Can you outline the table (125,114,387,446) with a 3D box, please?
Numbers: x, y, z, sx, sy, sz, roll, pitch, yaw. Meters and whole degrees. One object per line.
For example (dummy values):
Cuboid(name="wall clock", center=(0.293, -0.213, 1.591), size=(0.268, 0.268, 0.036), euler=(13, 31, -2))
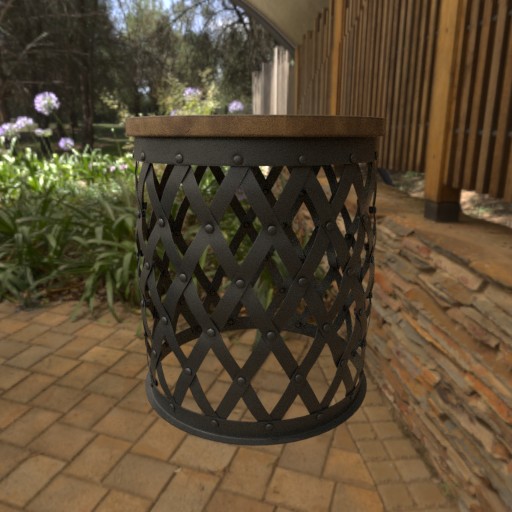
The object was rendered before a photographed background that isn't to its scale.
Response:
Cuboid(name="table", center=(0.000, 0.000, 0.772), size=(0.405, 0.454, 0.405), euler=(0, 15, 0))
